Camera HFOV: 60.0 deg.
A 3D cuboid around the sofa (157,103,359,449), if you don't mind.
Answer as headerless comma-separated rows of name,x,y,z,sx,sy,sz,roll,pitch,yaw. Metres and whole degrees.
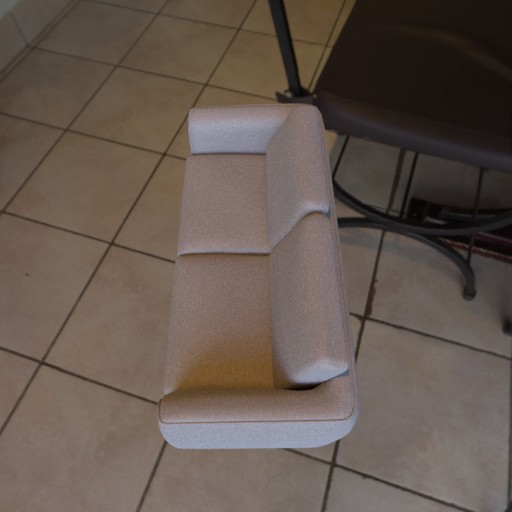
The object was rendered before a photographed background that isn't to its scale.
sofa,0.000,0.000,2.568,0.920,0.870,2.000,0,58,0
